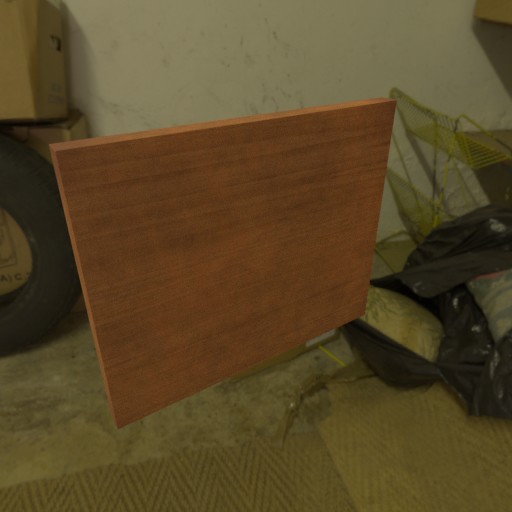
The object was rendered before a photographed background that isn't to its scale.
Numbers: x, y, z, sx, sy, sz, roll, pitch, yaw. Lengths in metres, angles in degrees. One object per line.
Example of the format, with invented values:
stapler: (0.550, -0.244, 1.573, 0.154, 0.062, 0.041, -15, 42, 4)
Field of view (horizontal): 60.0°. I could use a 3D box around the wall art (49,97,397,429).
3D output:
wall art: (0.000, 0.000, 0.752, 0.558, 0.457, 0.033, -18, 34, -29)
